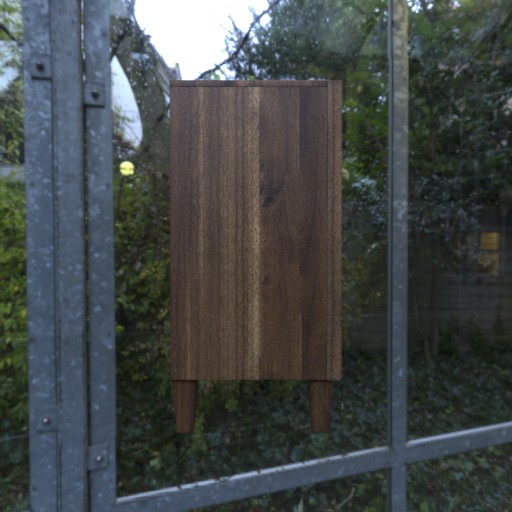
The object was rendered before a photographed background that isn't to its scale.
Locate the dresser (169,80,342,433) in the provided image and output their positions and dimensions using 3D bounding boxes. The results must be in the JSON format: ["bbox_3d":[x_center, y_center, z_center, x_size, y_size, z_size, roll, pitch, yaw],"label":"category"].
[{"bbox_3d":[0.000,0.000,1.802,0.438,0.892,1.387,0,1,0],"label":"dresser"}]
